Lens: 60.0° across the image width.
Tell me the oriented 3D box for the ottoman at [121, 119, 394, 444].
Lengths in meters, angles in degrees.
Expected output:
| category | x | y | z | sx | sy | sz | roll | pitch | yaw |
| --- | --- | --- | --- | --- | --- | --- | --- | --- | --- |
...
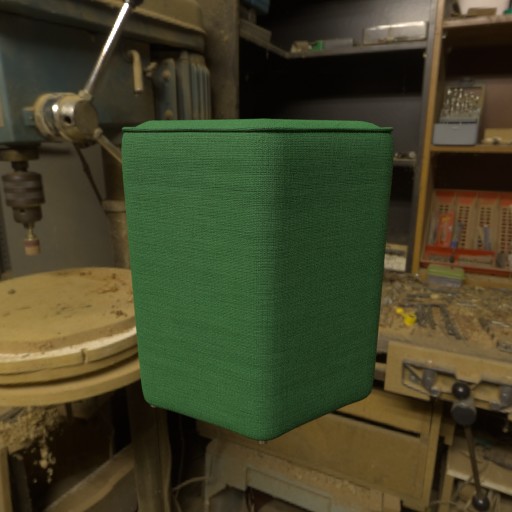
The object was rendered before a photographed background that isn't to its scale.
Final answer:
| category | x | y | z | sx | sy | sz | roll | pitch | yaw |
| --- | --- | --- | --- | --- | --- | --- | --- | --- | --- |
| ottoman | 0.000 | 0.000 | 0.877 | 0.499 | 0.507 | 0.444 | 8 | 17 | 26 |
